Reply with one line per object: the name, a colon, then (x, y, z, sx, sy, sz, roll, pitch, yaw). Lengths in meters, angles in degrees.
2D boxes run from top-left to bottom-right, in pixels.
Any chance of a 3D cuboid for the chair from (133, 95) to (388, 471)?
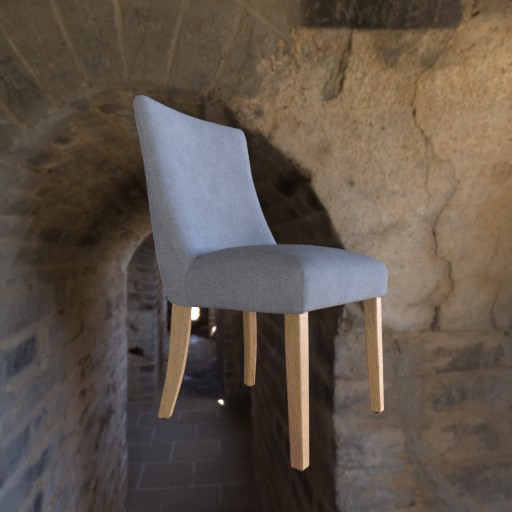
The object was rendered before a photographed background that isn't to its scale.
chair: (0.000, 0.000, 1.271, 0.610, 0.902, 0.495, 0, 0, 37)
